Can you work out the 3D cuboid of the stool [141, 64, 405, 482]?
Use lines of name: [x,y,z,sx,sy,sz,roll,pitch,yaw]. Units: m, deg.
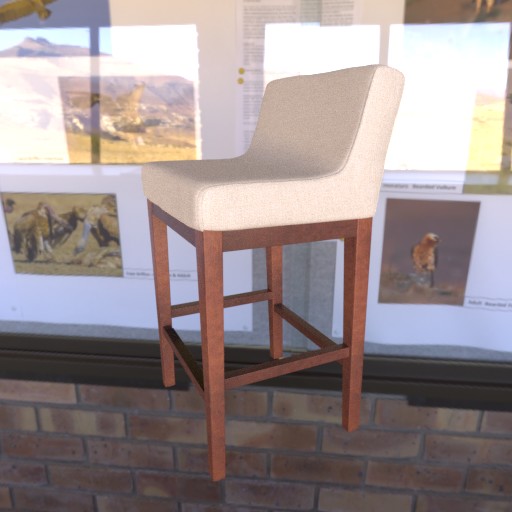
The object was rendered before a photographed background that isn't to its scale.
stool: [0.000,0.000,1.200,0.500,0.937,0.511,-8,19,-25]
